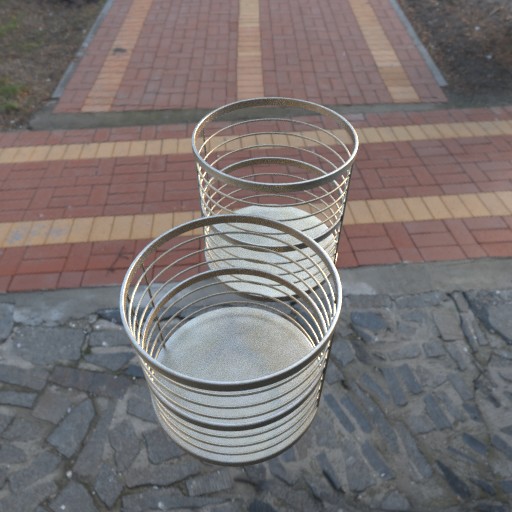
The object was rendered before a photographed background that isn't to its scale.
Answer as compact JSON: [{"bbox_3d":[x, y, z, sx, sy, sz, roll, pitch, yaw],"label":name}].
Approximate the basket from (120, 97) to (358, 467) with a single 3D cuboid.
[{"bbox_3d":[0.000,0.000,0.944,0.356,0.351,0.746,8,46,8],"label":"basket"}]
